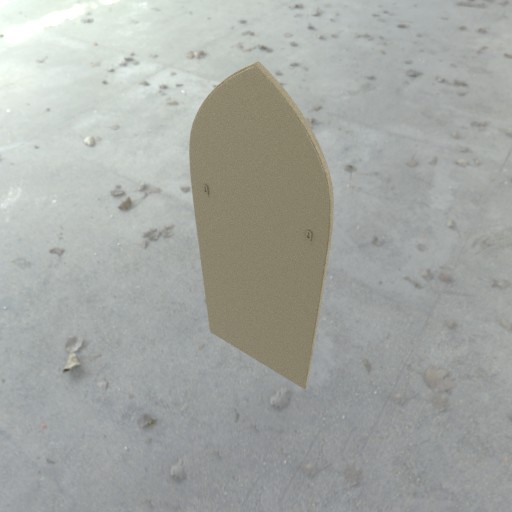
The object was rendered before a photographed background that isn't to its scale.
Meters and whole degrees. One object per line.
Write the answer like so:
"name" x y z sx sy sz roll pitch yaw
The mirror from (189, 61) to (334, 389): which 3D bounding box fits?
"mirror" 0.000 0.000 1.360 0.464 1.175 0.025 26 51 23
